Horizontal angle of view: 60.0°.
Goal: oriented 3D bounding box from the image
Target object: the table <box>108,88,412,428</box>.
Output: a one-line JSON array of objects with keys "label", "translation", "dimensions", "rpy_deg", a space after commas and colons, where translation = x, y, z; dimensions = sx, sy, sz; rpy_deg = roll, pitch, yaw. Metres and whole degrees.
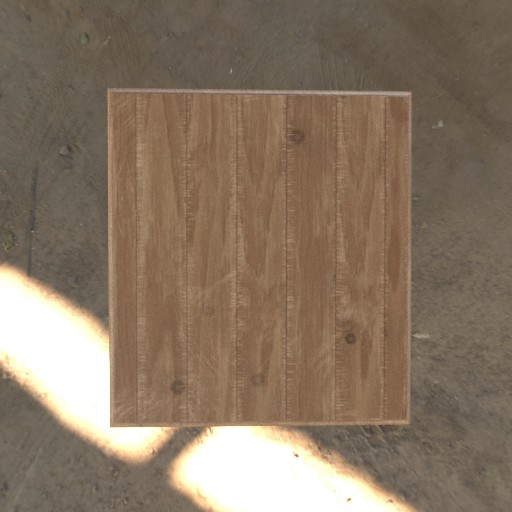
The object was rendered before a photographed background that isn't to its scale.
[{"label": "table", "translation": [0.000, 0.000, 0.937], "dimensions": [0.457, 0.561, 0.508], "rpy_deg": [0, 91, -2]}]
